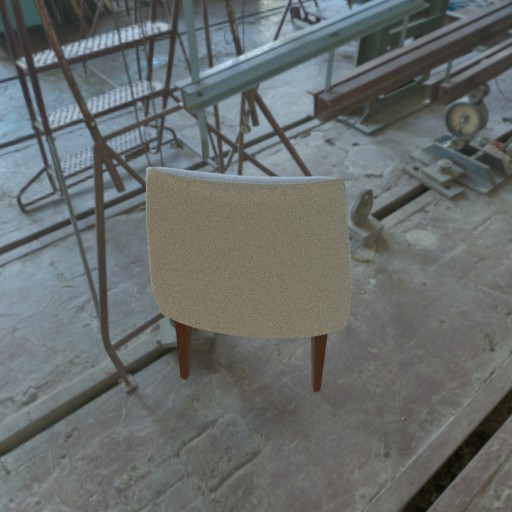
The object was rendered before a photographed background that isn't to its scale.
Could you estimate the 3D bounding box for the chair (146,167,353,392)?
[{"bbox_3d":[0.000,0.000,1.234,0.529,0.861,0.544,4,46,4],"label":"chair"}]
